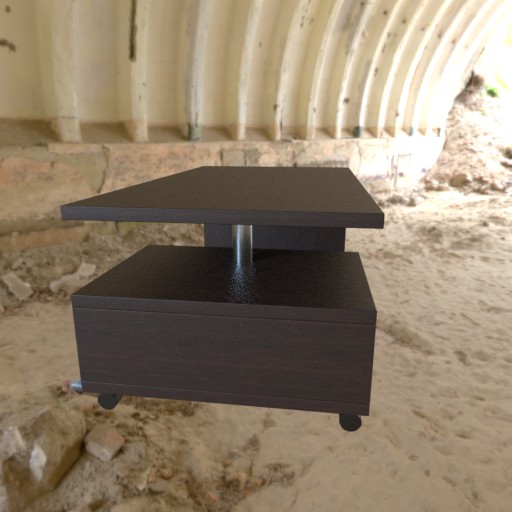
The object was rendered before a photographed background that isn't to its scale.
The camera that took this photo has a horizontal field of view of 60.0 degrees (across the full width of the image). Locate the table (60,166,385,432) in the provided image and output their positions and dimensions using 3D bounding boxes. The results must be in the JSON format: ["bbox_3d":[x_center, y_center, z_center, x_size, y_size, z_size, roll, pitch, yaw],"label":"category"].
[{"bbox_3d":[0.000,0.000,1.349,0.590,0.460,1.050,2,16,8],"label":"table"}]
